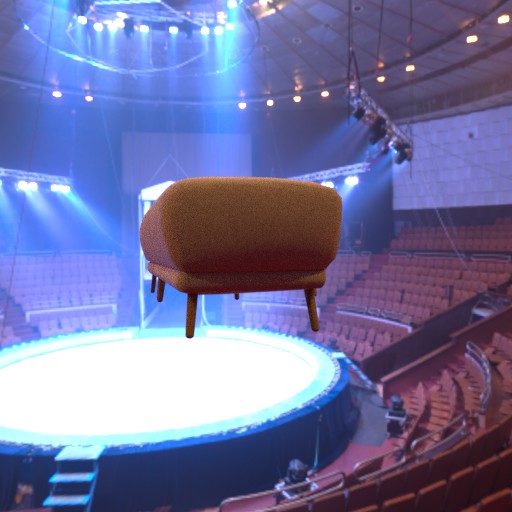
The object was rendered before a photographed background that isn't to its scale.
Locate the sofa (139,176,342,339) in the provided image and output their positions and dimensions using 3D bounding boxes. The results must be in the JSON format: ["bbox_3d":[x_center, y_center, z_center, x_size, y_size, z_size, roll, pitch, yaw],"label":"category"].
[{"bbox_3d":[0.000,0.000,3.315,1.610,0.730,2.660,0,0,-17],"label":"sofa"}]
